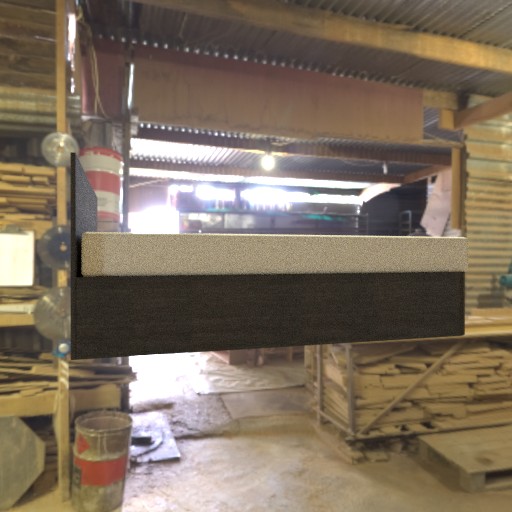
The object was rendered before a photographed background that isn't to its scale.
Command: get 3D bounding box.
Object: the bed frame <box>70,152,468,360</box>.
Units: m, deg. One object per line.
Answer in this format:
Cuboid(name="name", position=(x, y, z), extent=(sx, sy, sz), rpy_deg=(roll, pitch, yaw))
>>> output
Cuboid(name="bed frame", position=(0.000, 0.000, 2.644), extent=(1.900, 0.800, 1.400), rpy_deg=(0, 0, -16))
